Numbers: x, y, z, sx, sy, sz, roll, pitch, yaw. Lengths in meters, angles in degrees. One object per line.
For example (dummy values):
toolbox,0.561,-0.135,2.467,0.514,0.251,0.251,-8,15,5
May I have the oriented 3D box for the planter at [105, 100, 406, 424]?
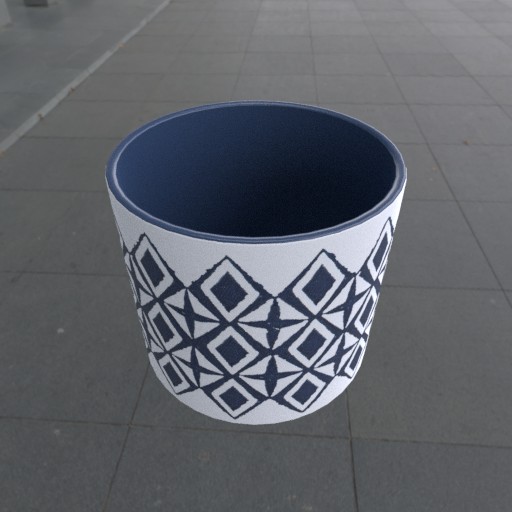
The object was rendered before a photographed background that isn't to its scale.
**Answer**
planter,0.000,0.000,0.401,0.224,0.203,0.224,0,40,0
